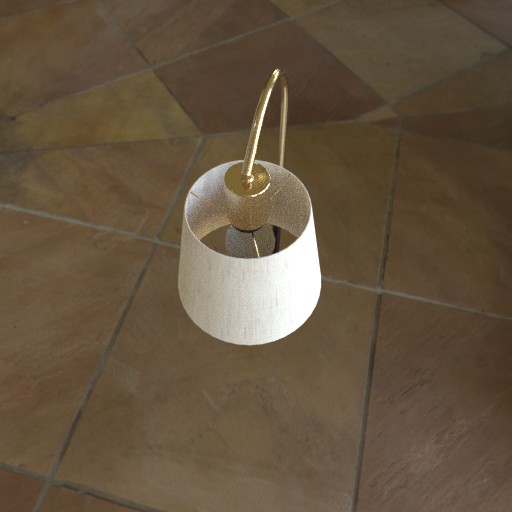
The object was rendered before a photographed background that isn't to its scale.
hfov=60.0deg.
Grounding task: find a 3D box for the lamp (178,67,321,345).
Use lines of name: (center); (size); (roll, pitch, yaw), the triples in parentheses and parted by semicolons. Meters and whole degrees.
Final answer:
lamp: (0.000, 0.000, 0.662); (0.211, 0.536, 0.273); (15, 59, 9)
